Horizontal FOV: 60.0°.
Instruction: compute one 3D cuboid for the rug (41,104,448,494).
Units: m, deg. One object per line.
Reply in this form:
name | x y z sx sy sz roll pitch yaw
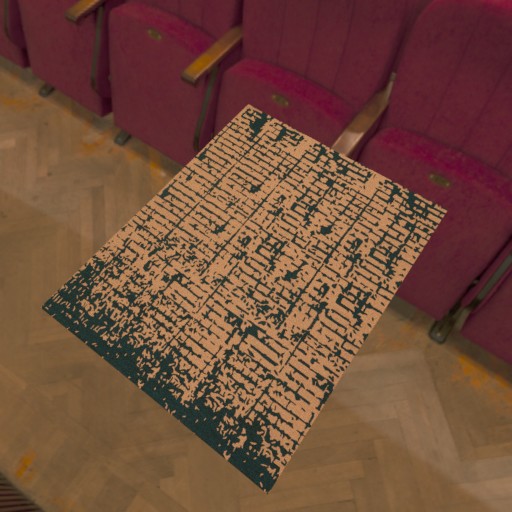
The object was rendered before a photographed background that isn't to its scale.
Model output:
rug | 0.000 0.000 4.073 2.416 0.014 3.017 33 67 16
